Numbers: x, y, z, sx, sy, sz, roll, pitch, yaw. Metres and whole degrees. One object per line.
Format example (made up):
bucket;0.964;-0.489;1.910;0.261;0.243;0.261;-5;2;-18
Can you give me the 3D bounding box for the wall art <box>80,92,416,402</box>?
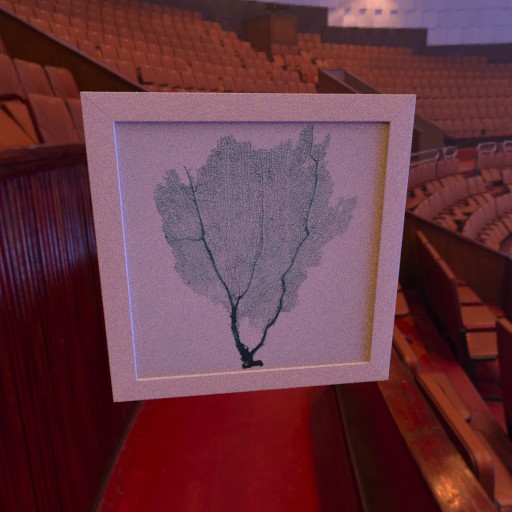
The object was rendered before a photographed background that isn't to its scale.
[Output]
wall art;0.000;0.000;0.838;0.572;0.577;0.015;-2;17;-8
